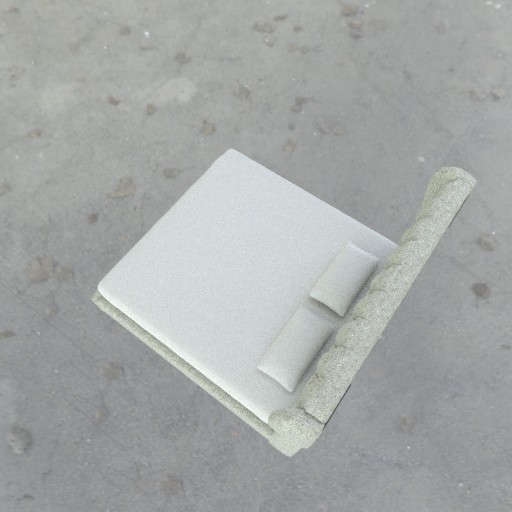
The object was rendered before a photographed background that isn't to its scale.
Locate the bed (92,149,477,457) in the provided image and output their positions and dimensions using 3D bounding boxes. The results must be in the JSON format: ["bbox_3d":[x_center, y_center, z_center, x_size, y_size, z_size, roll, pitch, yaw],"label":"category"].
[{"bbox_3d":[0.000,0.000,3.816,2.347,1.771,2.219,33,68,15],"label":"bed"}]
